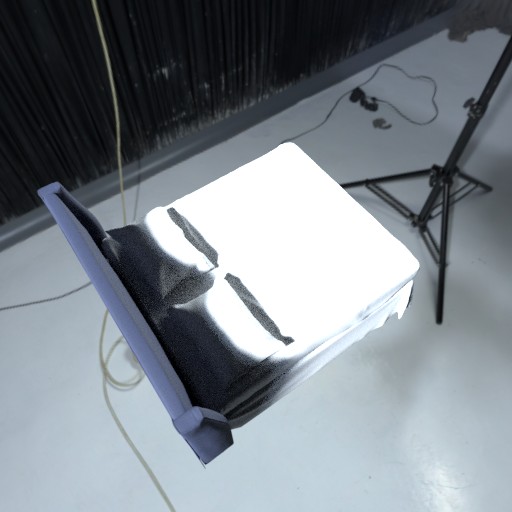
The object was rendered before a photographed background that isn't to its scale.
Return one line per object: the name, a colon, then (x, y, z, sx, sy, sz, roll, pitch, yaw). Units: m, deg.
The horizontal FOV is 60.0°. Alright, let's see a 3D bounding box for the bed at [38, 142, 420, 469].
bed: (0.000, 0.000, 3.441, 2.276, 1.332, 1.925, -31, 63, -18)
